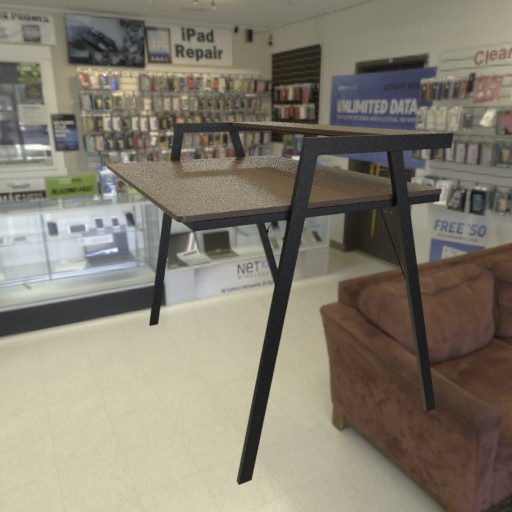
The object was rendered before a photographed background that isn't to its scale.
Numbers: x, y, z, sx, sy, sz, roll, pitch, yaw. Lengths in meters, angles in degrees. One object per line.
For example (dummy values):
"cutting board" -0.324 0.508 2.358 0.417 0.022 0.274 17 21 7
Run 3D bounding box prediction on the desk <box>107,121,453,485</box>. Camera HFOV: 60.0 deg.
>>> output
"desk" 0.000 0.000 1.789 0.936 0.998 1.143 -9 21 -25
